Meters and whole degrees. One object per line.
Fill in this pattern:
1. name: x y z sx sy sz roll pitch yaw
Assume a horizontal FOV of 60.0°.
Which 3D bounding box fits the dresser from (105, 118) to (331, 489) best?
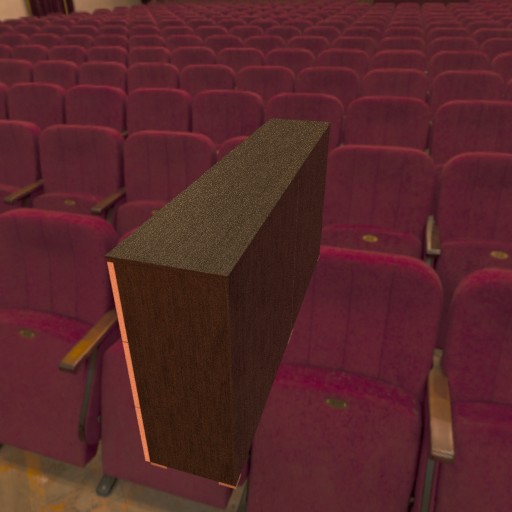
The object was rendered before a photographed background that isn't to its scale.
1. dresser: 0.000 0.000 1.866 0.333 0.790 1.535 9 31 15
